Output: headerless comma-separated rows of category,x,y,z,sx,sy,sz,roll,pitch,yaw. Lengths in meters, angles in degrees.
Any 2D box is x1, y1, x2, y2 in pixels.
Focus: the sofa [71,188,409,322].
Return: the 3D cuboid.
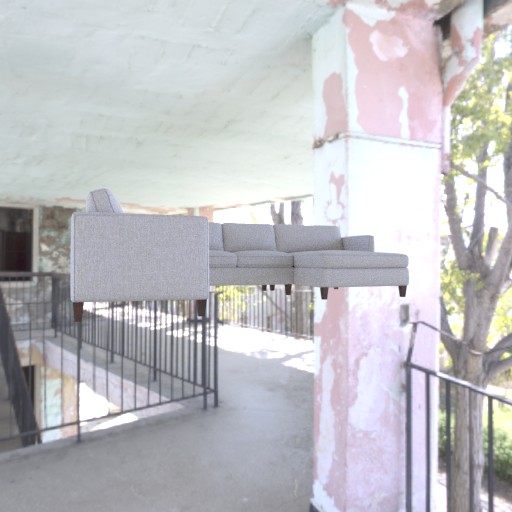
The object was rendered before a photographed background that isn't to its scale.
sofa,0.000,0.000,4.556,3.403,0.889,2.551,0,-1,-19
